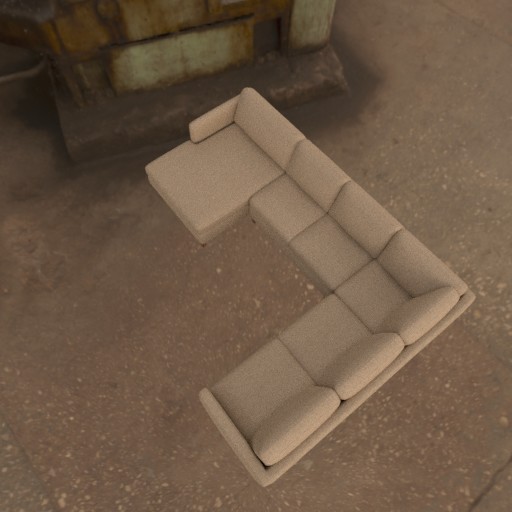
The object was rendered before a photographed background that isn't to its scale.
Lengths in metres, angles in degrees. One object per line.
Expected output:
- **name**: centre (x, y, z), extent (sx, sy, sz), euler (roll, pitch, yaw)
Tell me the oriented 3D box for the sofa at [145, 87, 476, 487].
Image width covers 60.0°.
- **sofa**: centre (0.000, 0.000, 4.515), extent (2.551, 0.889, 3.403), euler (-35, 69, -16)
